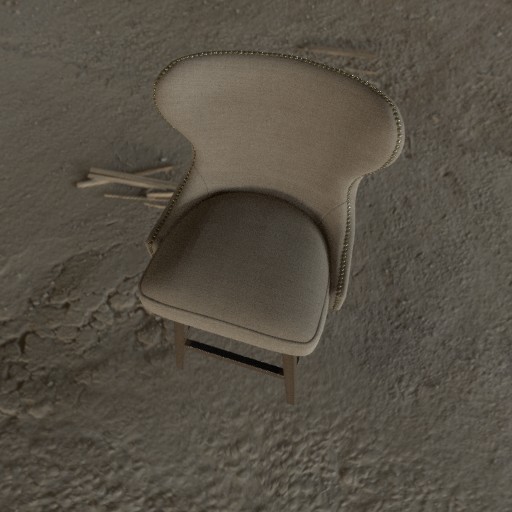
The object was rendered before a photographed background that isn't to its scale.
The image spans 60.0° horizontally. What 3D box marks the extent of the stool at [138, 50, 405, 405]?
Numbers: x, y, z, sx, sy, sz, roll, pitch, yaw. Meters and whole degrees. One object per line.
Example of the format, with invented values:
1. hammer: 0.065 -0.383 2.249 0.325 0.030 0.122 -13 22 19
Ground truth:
1. stool: 0.000 0.000 1.335 0.615 0.972 0.597 15 59 9
